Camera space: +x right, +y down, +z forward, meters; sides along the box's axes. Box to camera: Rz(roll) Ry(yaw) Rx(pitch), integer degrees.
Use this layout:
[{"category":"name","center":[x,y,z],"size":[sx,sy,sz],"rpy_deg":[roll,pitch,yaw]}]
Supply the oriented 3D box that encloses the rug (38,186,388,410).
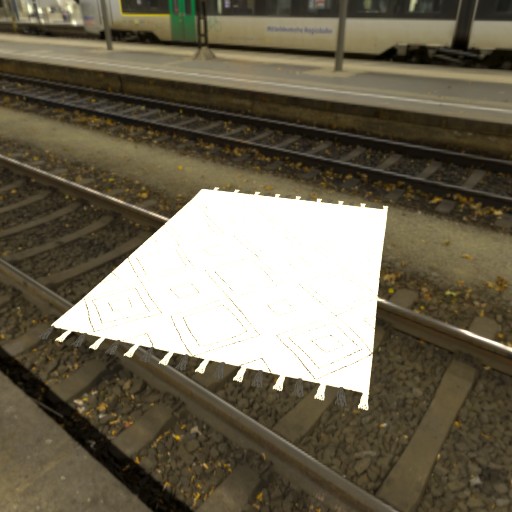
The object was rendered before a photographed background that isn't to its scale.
[{"category":"rug","center":[0.000,0.000,4.259],"size":[2.342,0.026,3.221],"rpy_deg":[8,31,14]}]
